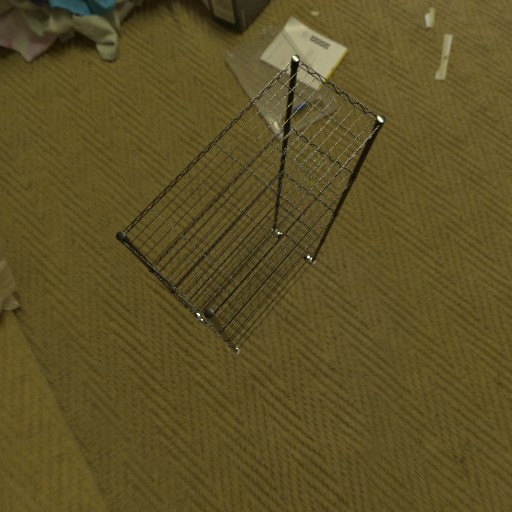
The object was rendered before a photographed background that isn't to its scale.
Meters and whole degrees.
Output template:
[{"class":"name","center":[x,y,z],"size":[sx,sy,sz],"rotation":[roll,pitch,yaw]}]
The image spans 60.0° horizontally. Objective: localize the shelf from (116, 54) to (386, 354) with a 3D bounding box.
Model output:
[{"class":"shelf","center":[0.000,0.000,1.991],"size":[0.356,1.645,0.762],"rotation":[40,78,10]}]
